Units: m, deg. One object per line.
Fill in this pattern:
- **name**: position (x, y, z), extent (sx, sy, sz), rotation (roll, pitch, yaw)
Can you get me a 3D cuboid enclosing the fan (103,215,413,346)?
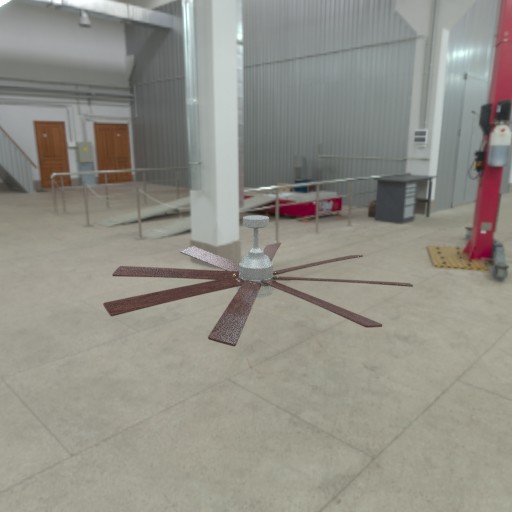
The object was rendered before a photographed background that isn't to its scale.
- **fan**: position (0.000, 0.000, 2.684), extent (1.830, 0.472, 1.830), rotation (2, 15, 9)
